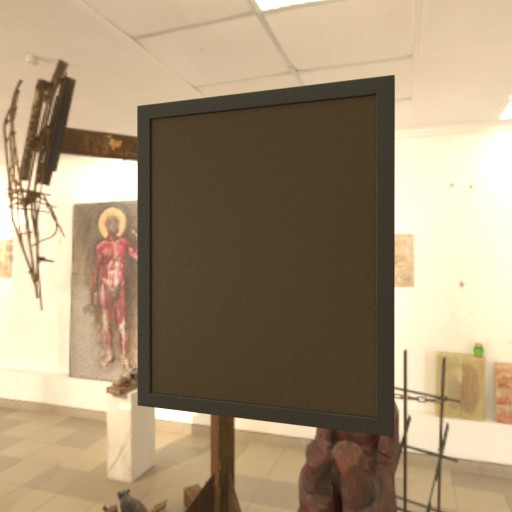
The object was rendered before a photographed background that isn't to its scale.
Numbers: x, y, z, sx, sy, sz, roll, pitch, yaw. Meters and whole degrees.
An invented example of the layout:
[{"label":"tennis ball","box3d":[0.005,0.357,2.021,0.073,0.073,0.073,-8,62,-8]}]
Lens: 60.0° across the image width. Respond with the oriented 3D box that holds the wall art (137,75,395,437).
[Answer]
[{"label":"wall art","box3d":[0.000,0.000,0.765,0.457,0.558,0.028,0,0,18]}]
